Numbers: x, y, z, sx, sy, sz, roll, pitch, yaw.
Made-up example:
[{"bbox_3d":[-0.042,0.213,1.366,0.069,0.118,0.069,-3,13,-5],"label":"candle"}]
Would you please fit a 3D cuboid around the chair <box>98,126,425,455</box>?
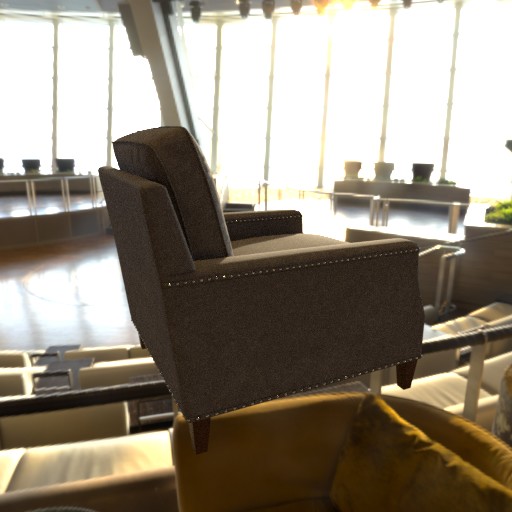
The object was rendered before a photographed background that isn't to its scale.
[{"bbox_3d":[0.000,0.000,1.713,1.014,0.948,0.853,-7,16,-25],"label":"chair"}]
